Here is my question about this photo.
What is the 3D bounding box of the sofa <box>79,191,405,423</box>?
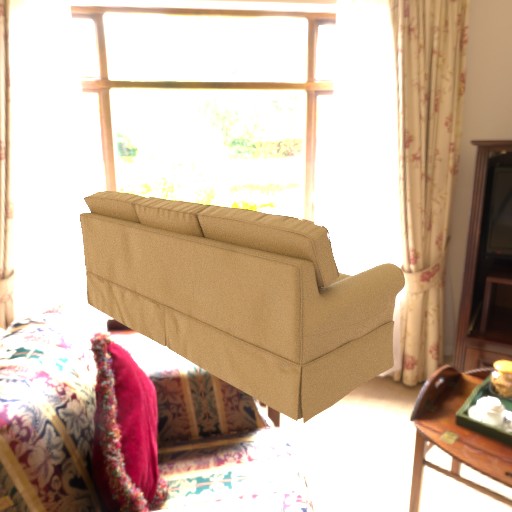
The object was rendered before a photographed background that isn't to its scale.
[{"bbox_3d":[0.000,0.000,3.424,1.733,0.978,2.475,-12,18,-43],"label":"sofa"}]
